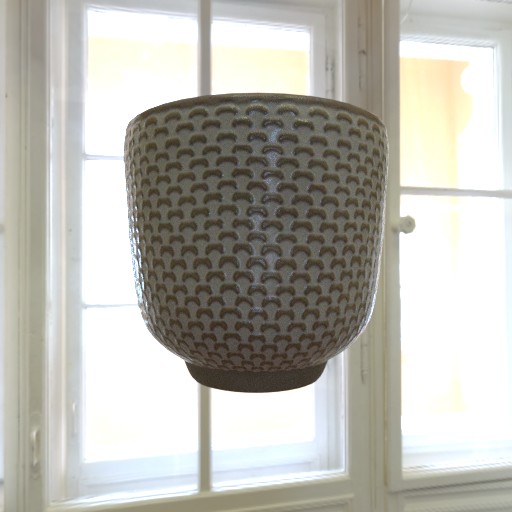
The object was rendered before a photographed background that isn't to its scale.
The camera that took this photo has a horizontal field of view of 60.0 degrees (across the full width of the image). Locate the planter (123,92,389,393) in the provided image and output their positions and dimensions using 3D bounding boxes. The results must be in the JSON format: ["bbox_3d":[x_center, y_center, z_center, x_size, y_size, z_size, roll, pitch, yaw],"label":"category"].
[{"bbox_3d":[0.000,0.000,0.242,0.139,0.130,0.139,0,0,0],"label":"planter"}]
